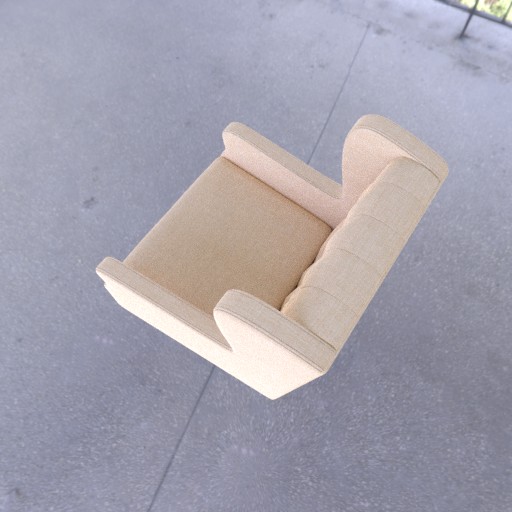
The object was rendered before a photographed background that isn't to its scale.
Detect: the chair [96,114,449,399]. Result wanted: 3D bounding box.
[{"bbox_3d":[0.000,0.000,1.463,0.760,0.930,0.710,32,68,14],"label":"chair"}]
